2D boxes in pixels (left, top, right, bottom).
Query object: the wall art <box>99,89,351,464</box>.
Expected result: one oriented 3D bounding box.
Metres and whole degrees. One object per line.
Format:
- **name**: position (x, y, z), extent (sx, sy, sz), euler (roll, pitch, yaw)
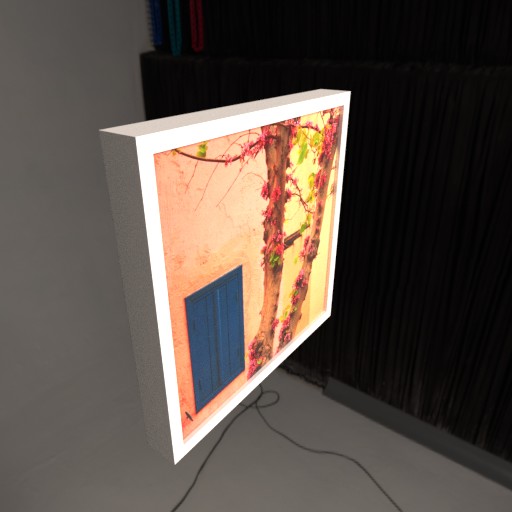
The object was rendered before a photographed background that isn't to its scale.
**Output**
- **wall art**: position (0.000, 0.000, 0.465), extent (0.038, 0.302, 0.305), euler (18, 32, 32)
